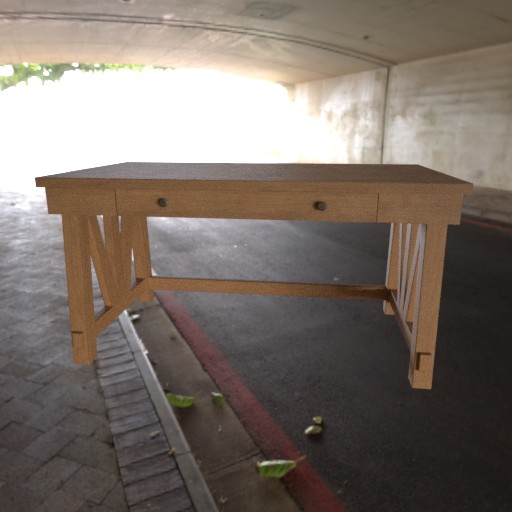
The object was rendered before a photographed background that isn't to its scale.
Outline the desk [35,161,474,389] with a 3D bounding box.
[{"bbox_3d":[0.000,0.000,1.991,1.499,0.762,0.813,2,16,7],"label":"desk"}]
